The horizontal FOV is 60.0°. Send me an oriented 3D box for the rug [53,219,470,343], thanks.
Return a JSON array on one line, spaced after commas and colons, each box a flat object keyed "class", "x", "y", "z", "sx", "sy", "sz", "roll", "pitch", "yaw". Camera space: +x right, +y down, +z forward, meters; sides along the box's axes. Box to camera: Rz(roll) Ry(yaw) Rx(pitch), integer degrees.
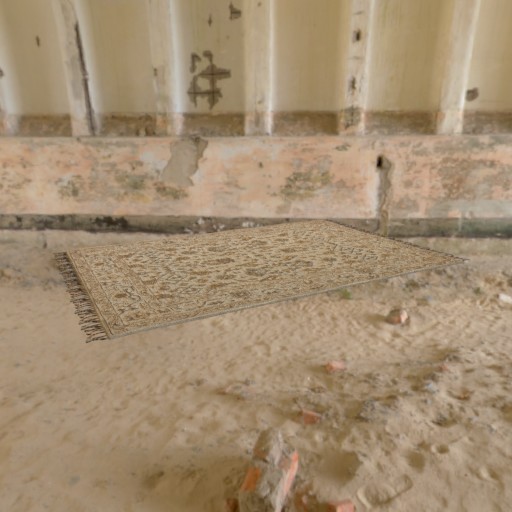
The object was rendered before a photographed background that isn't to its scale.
[{"class": "rug", "x": 0.000, "y": 0.000, "z": 3.028, "sx": 2.434, "sy": 0.027, "sz": 1.529, "roll": -9, "pitch": 19, "yaw": -28}]
